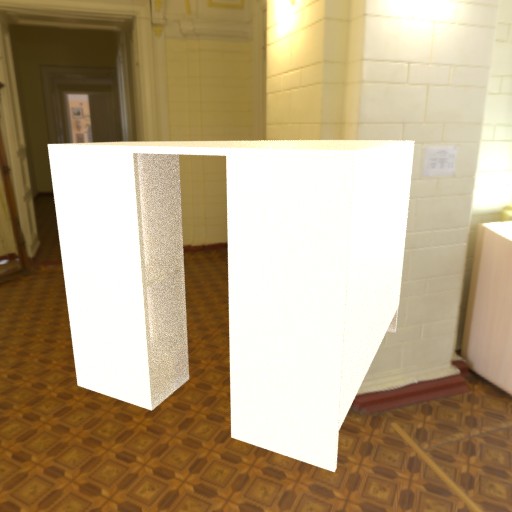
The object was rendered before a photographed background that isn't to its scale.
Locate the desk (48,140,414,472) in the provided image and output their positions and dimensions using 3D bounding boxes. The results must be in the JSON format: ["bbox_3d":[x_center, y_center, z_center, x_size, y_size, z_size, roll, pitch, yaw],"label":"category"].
[{"bbox_3d":[0.000,0.000,1.646,0.926,0.818,0.940,8,18,25],"label":"desk"}]
